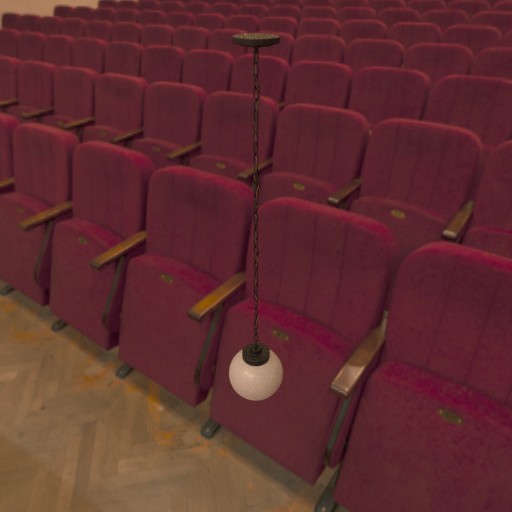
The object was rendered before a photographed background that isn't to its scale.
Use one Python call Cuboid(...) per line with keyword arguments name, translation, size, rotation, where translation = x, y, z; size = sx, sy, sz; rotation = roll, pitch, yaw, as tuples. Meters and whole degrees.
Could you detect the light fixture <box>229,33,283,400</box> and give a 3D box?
Cuboid(name="light fixture", translation=(0.000, 0.000, 2.088), size=(0.304, 1.867, 0.305), rotation=(22, 38, 30))
